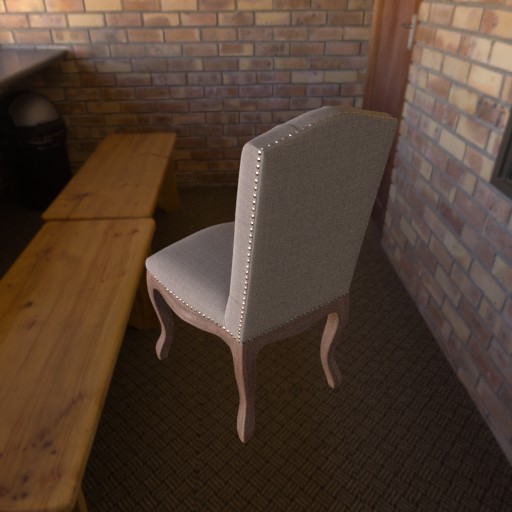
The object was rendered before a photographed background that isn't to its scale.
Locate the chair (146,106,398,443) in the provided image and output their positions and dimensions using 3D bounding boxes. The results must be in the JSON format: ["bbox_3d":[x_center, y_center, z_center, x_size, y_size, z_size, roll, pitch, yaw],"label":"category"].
[{"bbox_3d":[0.000,0.000,1.637,0.637,1.191,0.731,-20,37,-29],"label":"chair"}]
